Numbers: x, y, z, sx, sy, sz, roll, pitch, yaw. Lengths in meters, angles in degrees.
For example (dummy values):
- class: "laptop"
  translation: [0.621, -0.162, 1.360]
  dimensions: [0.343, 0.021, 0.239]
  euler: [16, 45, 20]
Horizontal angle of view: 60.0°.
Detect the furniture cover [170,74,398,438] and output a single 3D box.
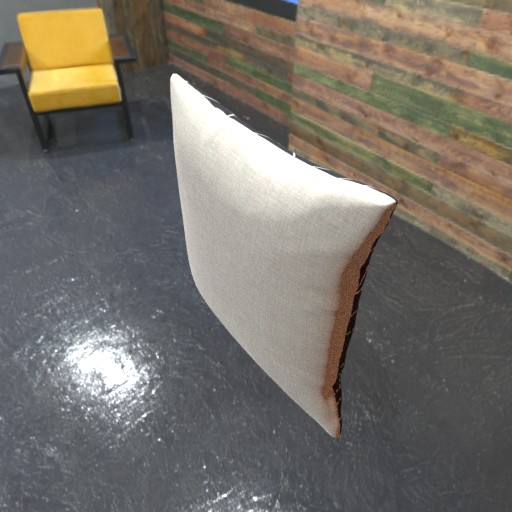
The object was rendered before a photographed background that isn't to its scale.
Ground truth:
- class: "furniture cover"
  translation: [0.000, 0.000, 0.797]
  dimensions: [0.158, 0.508, 0.517]
  euler: [-25, 46, -26]
